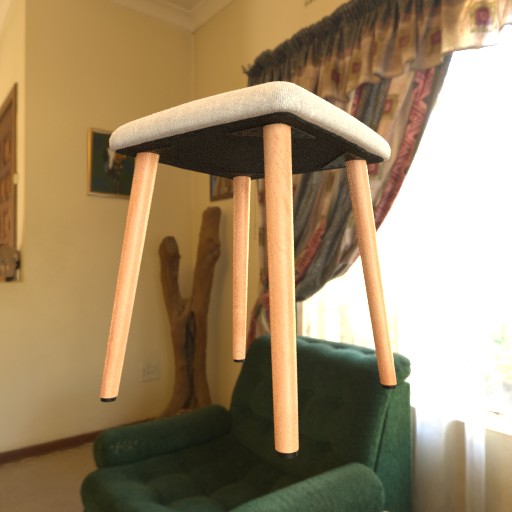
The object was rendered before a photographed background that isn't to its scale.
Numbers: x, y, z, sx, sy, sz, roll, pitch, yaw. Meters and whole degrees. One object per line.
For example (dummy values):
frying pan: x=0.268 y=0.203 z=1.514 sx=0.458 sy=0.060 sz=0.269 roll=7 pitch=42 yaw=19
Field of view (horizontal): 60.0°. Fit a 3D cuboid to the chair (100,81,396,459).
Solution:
chair: x=0.000 y=0.000 z=0.710 sx=0.350 sy=0.440 sz=0.350 roll=0 pitch=-1 yaw=36
